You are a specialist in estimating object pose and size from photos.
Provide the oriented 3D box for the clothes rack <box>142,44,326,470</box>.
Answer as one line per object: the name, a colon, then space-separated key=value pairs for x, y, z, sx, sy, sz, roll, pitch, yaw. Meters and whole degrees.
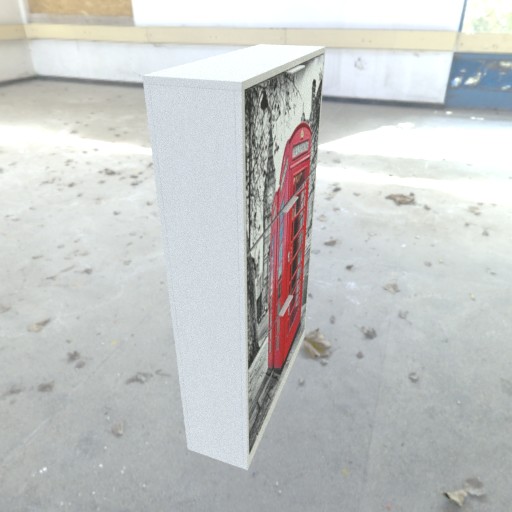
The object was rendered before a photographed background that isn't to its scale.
clothes rack: x=0.000 y=0.000 z=1.559 sx=0.250 sy=1.280 sz=0.750 roll=11 pitch=32 yaw=18
